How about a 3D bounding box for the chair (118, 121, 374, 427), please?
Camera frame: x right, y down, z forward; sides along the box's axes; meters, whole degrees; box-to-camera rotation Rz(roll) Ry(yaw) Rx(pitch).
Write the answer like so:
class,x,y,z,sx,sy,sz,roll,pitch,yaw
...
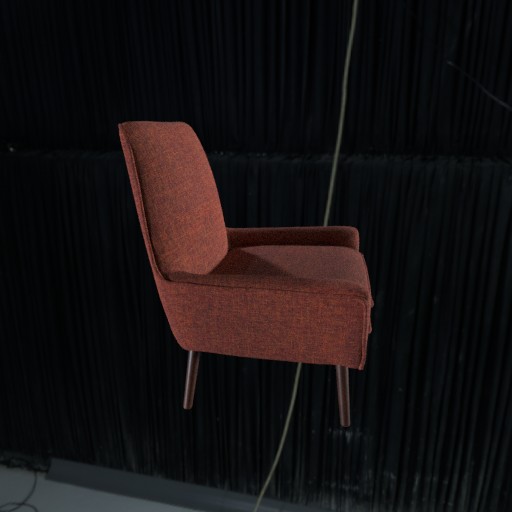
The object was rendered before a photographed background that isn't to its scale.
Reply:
class,x,y,z,sx,sy,sz,roll,pitch,yaw
chair,0.000,0.000,1.569,0.784,0.911,0.803,3,17,10
